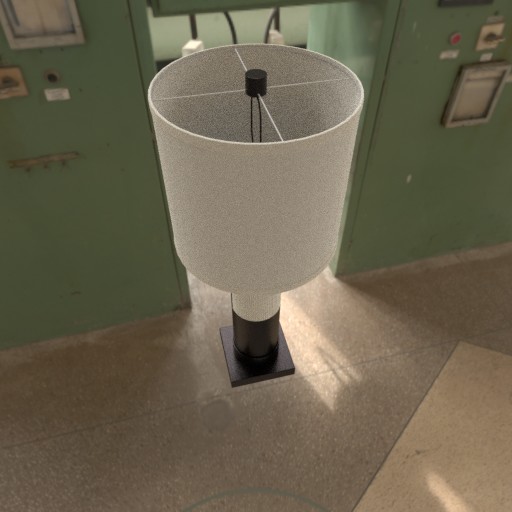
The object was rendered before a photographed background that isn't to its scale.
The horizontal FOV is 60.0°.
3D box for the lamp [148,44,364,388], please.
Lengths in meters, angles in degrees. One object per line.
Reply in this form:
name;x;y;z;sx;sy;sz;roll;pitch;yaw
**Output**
lamp;0.000;0.000;0.611;0.211;0.509;0.211;-10;47;-9
